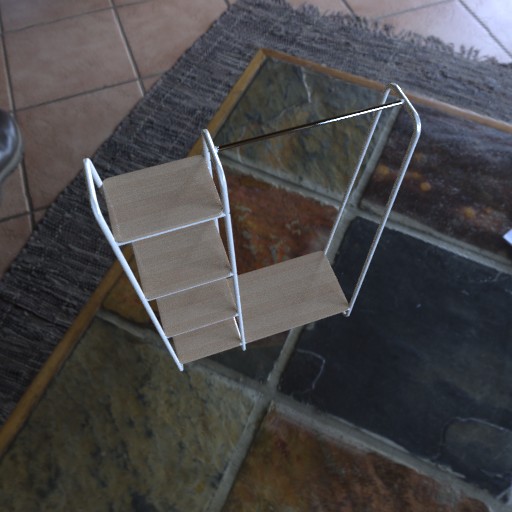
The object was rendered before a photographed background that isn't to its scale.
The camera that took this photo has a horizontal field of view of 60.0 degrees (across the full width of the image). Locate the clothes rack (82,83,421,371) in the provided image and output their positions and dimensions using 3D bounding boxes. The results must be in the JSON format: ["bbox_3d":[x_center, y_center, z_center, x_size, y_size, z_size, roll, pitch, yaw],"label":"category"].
[{"bbox_3d":[0.000,0.000,1.974,1.011,1.500,0.400,-17,63,-9],"label":"clothes rack"}]
